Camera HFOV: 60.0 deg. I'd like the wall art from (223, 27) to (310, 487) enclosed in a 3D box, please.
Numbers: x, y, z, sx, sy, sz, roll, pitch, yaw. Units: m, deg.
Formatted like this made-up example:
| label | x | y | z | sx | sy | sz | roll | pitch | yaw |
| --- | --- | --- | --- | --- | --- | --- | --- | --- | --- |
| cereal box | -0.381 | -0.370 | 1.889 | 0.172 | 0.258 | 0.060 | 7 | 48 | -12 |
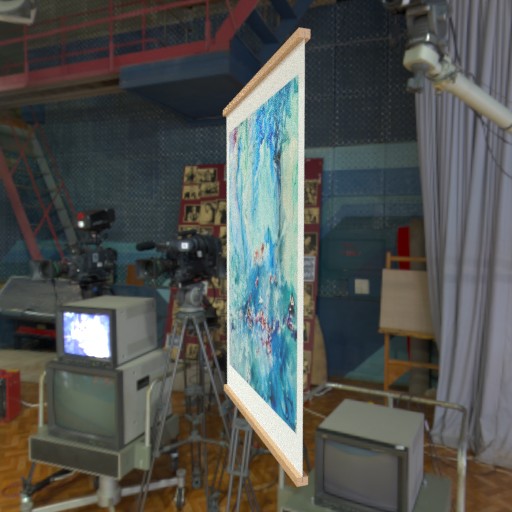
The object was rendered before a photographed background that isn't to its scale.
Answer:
| label | x | y | z | sx | sy | sz | roll | pitch | yaw |
| --- | --- | --- | --- | --- | --- | --- | --- | --- | --- |
| wall art | 0.000 | 0.000 | 0.782 | 0.016 | 0.611 | 0.401 | -1 | 3 | -18 |
